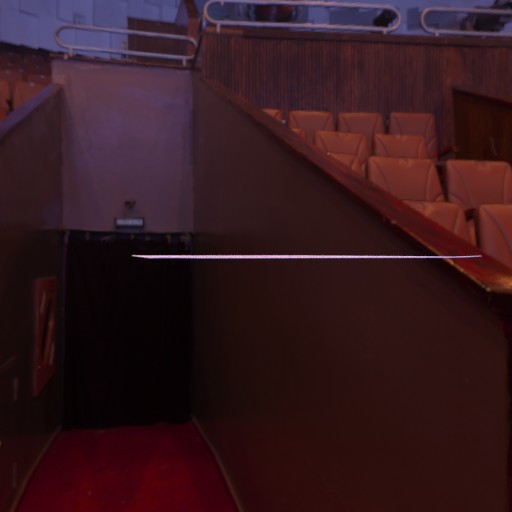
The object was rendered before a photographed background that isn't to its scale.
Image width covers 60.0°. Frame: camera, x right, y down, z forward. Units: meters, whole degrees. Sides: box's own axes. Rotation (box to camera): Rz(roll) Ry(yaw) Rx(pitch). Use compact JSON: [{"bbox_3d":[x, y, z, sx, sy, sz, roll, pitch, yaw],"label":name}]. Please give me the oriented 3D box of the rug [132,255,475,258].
[{"bbox_3d":[0.000,0.000,2.350,1.223,0.008,1.813,0,0,-17],"label":"rug"}]
